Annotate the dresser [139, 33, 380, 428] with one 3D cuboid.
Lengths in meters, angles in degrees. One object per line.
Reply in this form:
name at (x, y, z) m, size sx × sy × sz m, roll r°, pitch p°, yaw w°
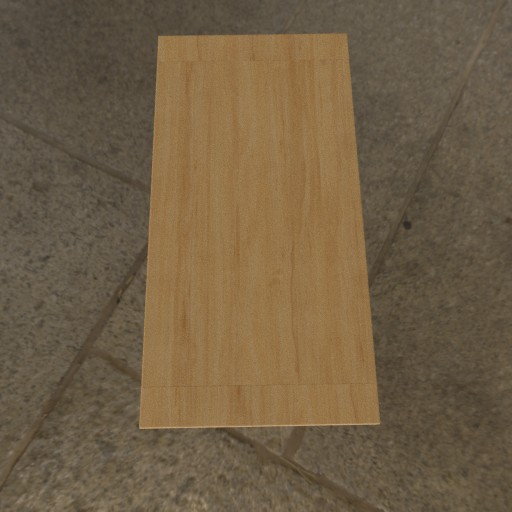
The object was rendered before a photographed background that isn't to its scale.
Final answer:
dresser at (0.000, 0.000, 1.210) m, size 0.410 × 0.730 × 0.800 m, roll -1°, pitch 75°, yaw 0°
